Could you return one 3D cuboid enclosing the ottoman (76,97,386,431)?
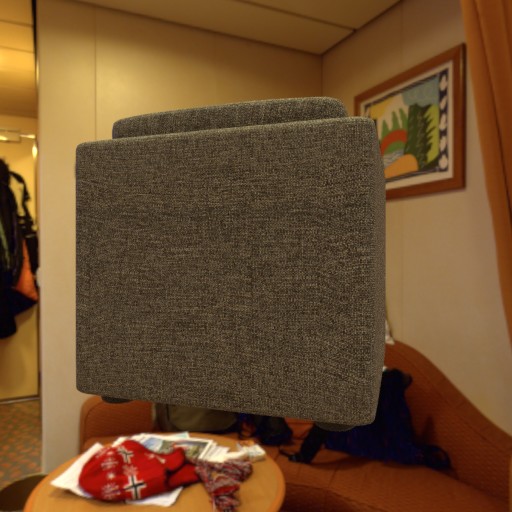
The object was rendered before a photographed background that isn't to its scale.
[{"bbox_3d":[0.000,0.000,0.820,0.450,0.460,0.450,0,0,18],"label":"ottoman"}]
